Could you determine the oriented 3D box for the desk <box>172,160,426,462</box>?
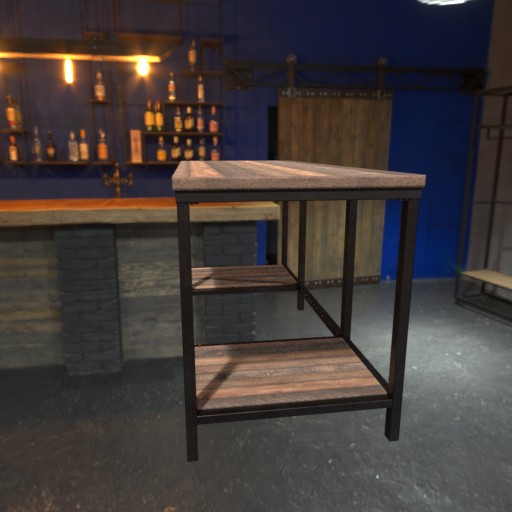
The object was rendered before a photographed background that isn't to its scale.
[{"bbox_3d":[0.000,0.000,1.877,0.617,0.753,1.538,-2,14,-8],"label":"desk"}]
